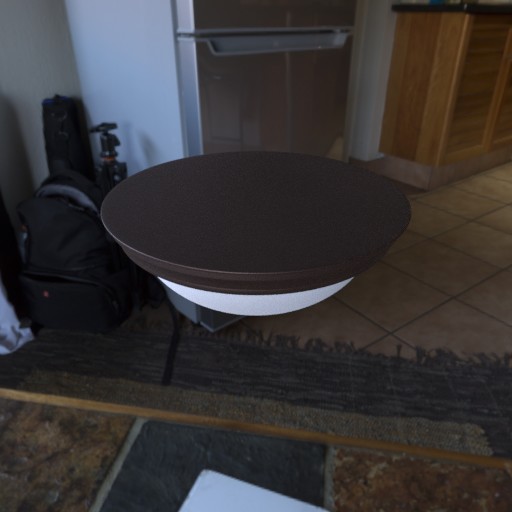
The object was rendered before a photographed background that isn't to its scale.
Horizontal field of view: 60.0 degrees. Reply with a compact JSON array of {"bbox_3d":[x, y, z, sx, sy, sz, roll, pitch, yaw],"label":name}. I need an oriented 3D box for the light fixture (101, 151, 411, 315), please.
[{"bbox_3d":[0.000,0.000,0.450,0.280,0.135,0.280,0,30,0],"label":"light fixture"}]
